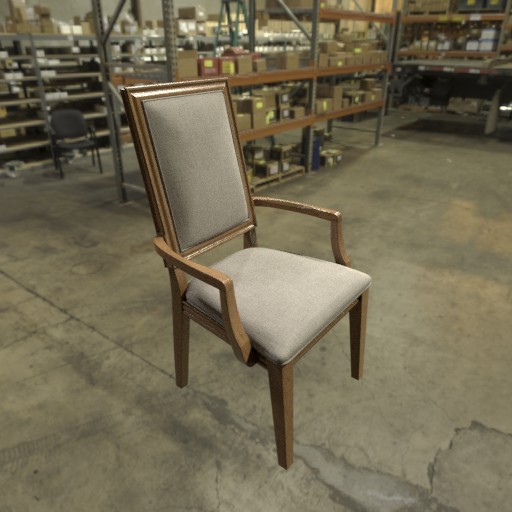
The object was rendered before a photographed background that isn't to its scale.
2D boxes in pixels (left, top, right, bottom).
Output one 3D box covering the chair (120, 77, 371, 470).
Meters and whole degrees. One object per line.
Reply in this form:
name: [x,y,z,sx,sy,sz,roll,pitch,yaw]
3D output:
chair: [0.000,0.000,1.387,0.602,0.990,0.606,19,32,33]
